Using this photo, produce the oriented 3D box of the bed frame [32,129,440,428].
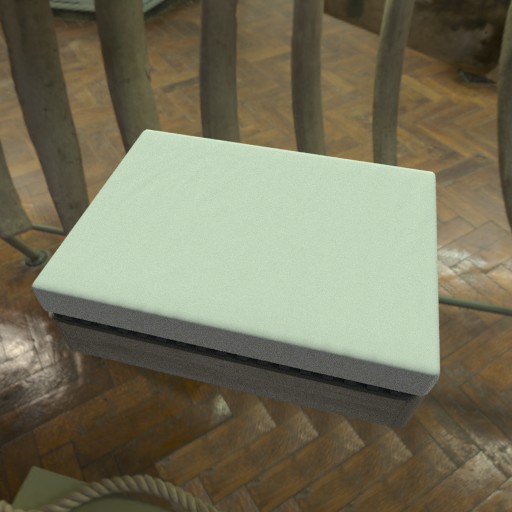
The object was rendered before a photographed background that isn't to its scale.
[{"bbox_3d":[0.000,0.000,2.580,1.900,0.561,1.400,11,50,9],"label":"bed frame"}]
